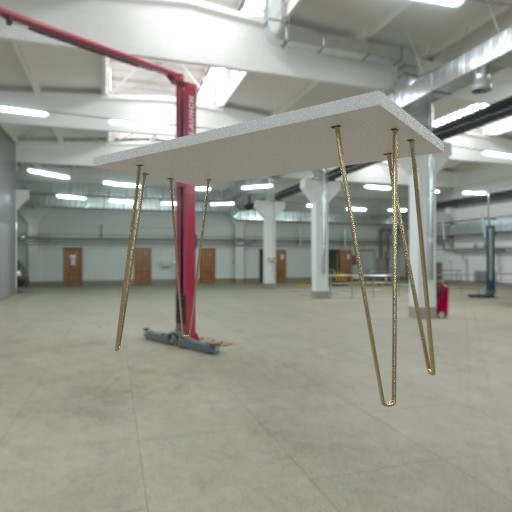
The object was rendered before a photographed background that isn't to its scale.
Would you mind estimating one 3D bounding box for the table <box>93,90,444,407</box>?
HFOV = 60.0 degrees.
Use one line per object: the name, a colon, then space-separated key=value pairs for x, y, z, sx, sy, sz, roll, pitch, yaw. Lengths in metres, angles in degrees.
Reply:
table: x=0.000 y=0.000 z=1.384 sx=0.991 sy=0.660 sz=0.498 roll=0 pitch=-1 yaw=37
